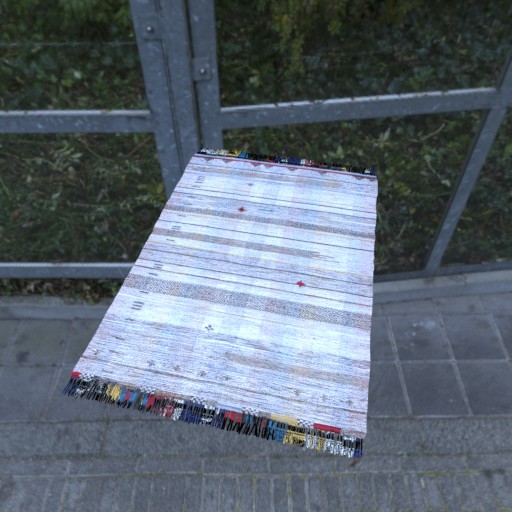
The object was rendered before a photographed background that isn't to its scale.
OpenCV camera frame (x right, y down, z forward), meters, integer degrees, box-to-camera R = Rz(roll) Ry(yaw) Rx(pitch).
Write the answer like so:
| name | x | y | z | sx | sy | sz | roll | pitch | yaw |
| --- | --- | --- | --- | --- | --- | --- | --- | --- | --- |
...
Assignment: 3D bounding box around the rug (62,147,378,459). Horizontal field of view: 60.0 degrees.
| name | x | y | z | sx | sy | sz | roll | pitch | yaw |
| --- | --- | --- | --- | --- | --- | --- | --- | --- | --- |
| rug | 0.000 | 0.000 | 2.308 | 1.217 | 0.012 | 1.848 | 9 | 47 | 8 |
